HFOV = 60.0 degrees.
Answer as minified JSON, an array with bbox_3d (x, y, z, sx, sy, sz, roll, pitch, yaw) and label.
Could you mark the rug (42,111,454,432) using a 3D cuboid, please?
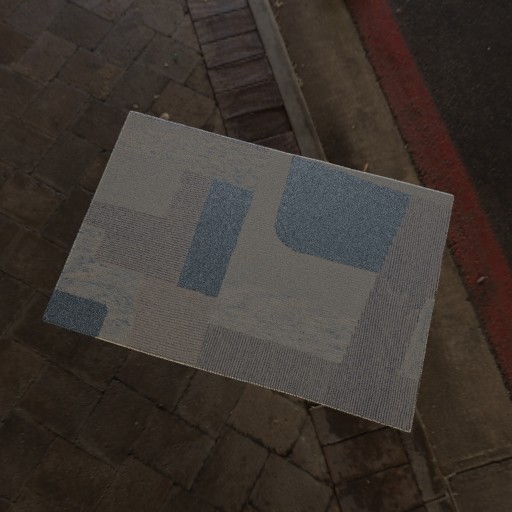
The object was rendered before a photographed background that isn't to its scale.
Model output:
[{"bbox_3d":[0.000,0.000,2.279,1.847,0.020,1.238,16,75,4],"label":"rug"}]
